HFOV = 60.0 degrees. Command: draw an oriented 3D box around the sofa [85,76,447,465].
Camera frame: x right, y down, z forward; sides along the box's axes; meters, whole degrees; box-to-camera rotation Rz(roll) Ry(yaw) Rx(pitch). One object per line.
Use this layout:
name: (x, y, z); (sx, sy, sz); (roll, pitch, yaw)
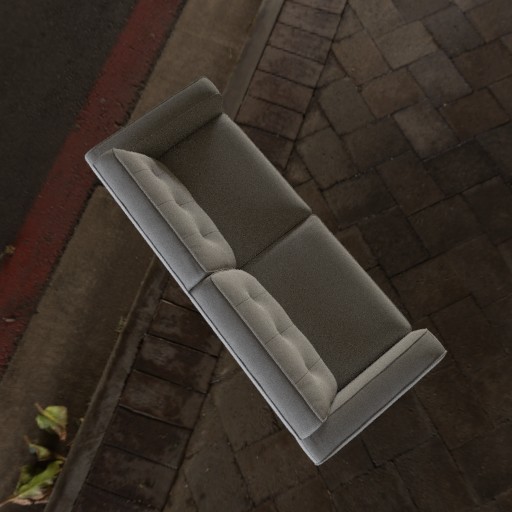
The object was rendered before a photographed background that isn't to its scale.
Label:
sofa: (0.000, 0.000, 2.736); (0.956, 0.781, 2.270); (-37, 78, -9)
